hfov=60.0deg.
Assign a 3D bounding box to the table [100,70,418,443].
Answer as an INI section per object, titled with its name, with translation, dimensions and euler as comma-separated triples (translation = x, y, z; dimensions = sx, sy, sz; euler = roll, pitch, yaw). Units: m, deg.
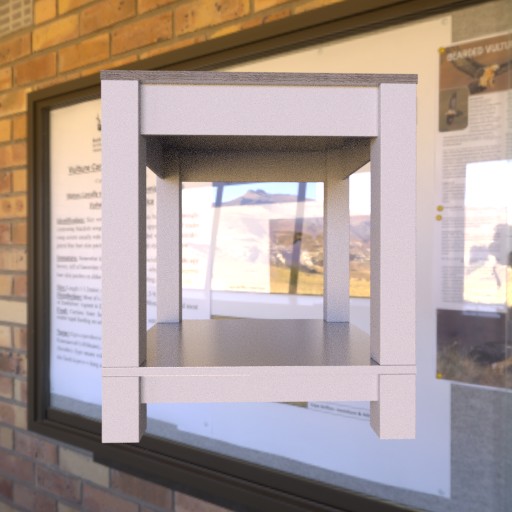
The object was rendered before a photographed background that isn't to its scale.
[table]
translation = 0.000, 0.000, 0.958
dimensions = 0.504, 0.587, 0.506
euler = 0, 0, -2
